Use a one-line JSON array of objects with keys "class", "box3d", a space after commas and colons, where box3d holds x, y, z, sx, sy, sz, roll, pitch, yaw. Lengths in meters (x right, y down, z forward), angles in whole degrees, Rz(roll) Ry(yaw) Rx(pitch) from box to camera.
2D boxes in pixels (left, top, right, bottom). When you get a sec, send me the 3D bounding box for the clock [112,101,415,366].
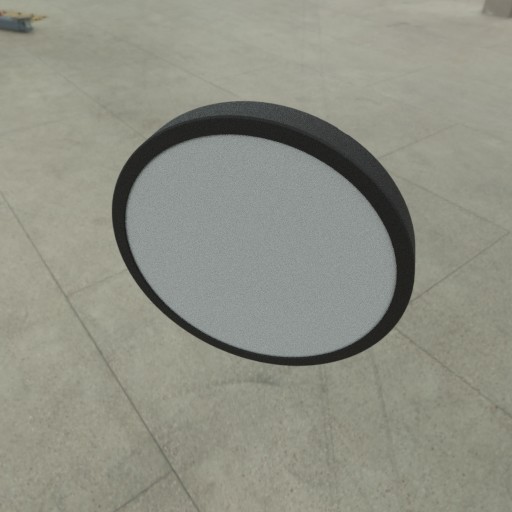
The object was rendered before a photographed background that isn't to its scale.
[{"class": "clock", "box3d": [0.000, 0.000, 0.433, 0.293, 0.293, 0.040, 11, 41, 13]}]
